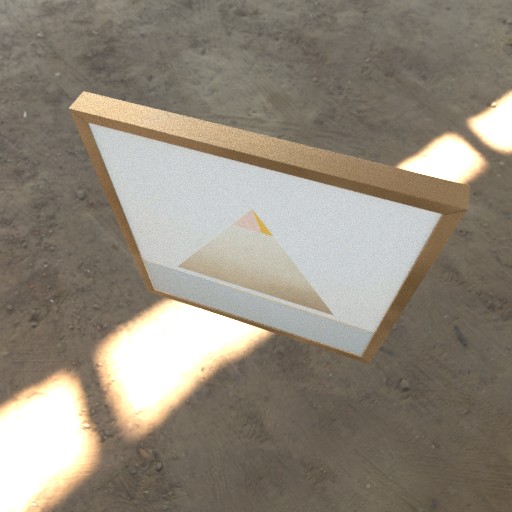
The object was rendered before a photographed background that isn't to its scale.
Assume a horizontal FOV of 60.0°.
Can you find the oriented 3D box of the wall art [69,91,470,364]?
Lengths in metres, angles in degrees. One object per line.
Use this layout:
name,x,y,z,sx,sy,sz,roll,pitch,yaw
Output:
wall art,0.000,0.000,0.764,0.513,0.511,0.038,17,59,10
